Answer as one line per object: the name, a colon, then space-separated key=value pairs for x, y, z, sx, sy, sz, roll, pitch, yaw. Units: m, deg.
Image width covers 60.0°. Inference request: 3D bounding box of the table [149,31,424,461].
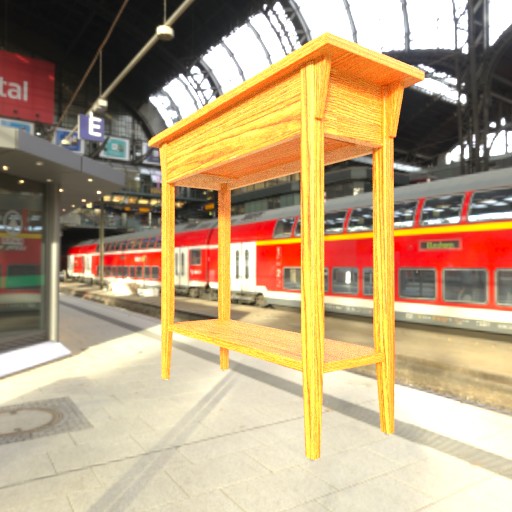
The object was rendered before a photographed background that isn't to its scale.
table: x=0.000 y=0.000 z=1.082 sx=0.254 sy=0.711 sz=0.762 roll=1 pitch=-1 yaw=-35
